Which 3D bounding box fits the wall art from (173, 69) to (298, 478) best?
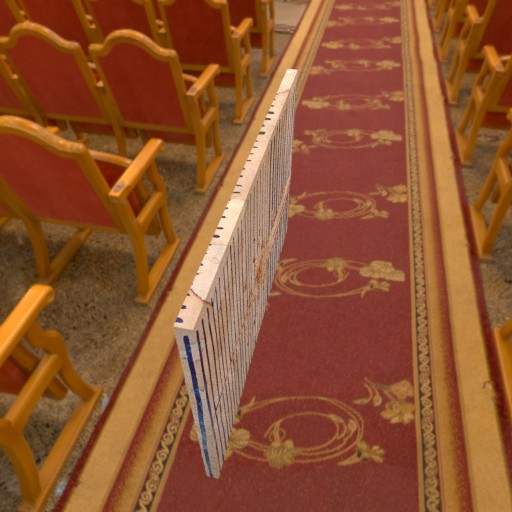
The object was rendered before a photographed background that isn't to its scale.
[{"bbox_3d":[0.000,0.000,1.164,0.030,0.609,0.919,9,46,9],"label":"wall art"}]
